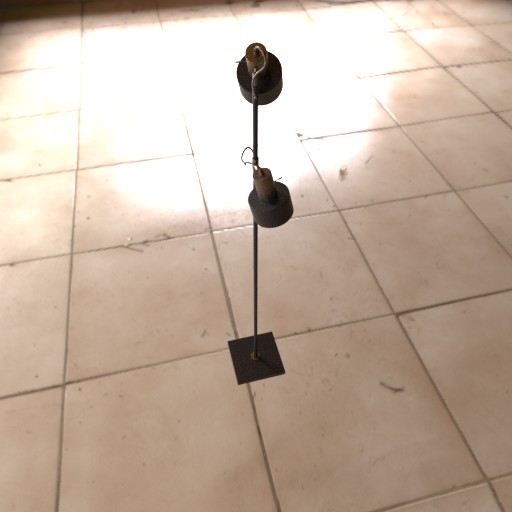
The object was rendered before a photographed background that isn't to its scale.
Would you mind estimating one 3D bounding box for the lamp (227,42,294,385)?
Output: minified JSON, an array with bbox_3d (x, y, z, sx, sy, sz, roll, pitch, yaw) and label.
[{"bbox_3d":[0.000,0.000,1.616,0.233,1.505,0.315,-11,48,-10],"label":"lamp"}]
